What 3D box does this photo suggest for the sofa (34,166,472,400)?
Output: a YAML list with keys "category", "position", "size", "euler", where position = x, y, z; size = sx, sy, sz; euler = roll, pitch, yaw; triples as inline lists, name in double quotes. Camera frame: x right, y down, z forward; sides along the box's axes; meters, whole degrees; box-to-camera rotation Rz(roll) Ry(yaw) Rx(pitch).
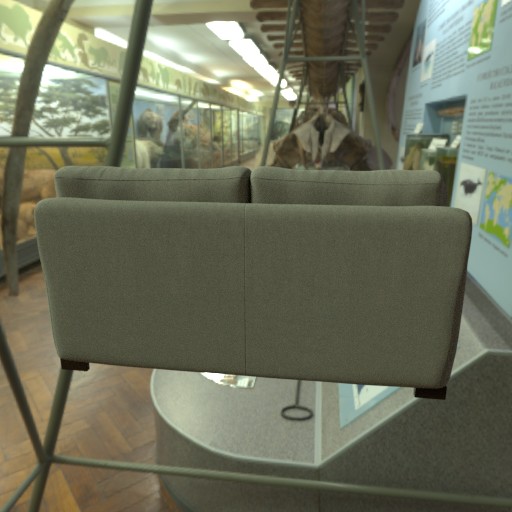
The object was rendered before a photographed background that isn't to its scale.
- category: "sofa"
  position: [0.000, 0.000, 2.340]
  size: [1.855, 0.980, 0.962]
  euler: [2, 16, 8]
